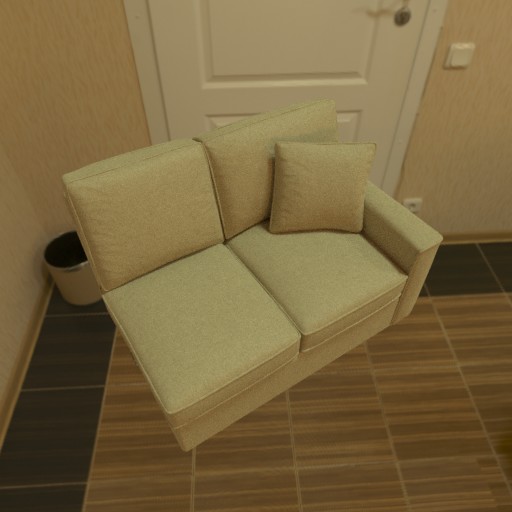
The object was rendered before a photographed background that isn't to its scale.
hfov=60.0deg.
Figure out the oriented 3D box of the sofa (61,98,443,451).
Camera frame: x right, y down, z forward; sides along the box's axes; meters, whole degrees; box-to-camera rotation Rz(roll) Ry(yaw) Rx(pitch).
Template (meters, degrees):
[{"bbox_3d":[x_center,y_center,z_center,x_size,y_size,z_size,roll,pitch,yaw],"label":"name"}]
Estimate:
[{"bbox_3d":[0.000,0.000,2.092,1.388,0.989,0.991,-25,52,-22],"label":"sofa"}]
